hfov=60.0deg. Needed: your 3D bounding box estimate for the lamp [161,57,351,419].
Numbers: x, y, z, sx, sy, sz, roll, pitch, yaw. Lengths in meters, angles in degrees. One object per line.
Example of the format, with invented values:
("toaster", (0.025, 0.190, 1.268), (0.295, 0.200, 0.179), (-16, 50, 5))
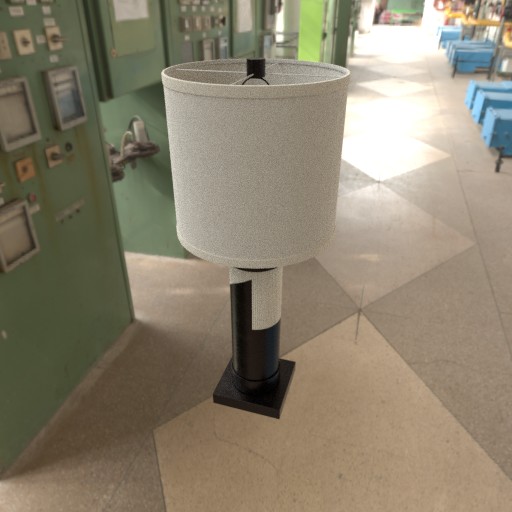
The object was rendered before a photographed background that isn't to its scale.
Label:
("lamp", (0.000, 0.000, 0.622), (0.211, 0.509, 0.211), (9, 31, 15))
